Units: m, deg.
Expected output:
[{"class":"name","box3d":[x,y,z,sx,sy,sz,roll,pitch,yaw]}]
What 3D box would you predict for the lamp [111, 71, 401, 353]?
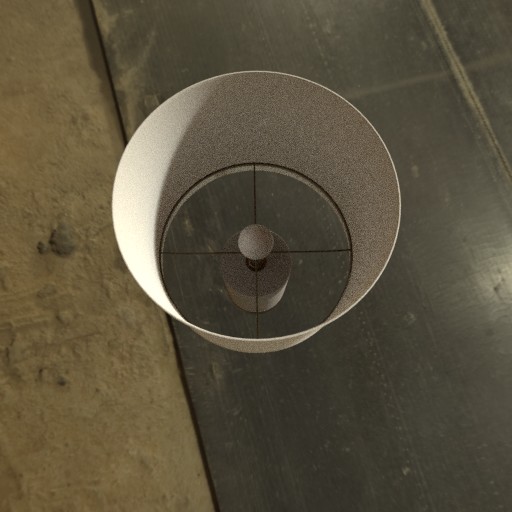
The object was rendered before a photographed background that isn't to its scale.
[{"class":"lamp","box3d":[0.000,0.000,0.535,0.229,0.380,0.229,0,75,0]}]
